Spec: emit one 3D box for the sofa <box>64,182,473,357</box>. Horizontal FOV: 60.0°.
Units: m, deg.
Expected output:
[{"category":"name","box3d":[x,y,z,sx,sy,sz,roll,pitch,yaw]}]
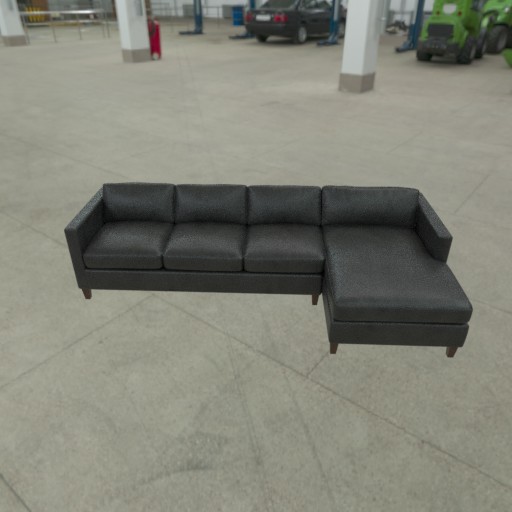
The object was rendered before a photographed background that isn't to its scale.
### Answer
[{"category":"sofa","box3d":[0.000,0.000,3.893,3.203,0.883,1.581,1,31,2]}]
